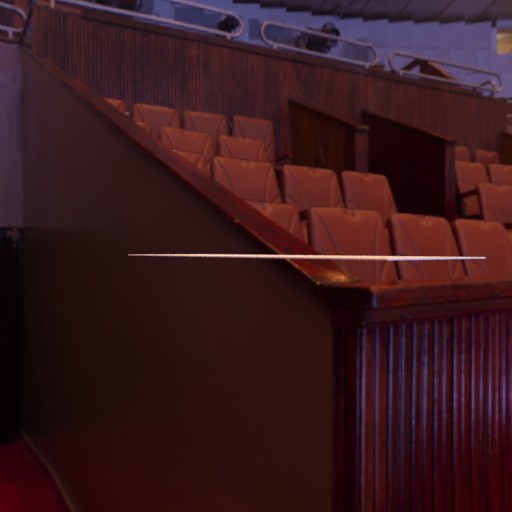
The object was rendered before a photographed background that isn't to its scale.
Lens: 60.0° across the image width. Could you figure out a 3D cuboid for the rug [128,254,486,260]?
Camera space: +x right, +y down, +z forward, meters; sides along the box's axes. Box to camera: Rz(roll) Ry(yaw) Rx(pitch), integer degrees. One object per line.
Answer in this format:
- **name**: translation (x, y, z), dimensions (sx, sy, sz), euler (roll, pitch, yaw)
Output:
- **rug**: translation (0.000, 0.000, 2.709), dimensions (0.686, 0.006, 2.437), euler (0, 1, -37)
